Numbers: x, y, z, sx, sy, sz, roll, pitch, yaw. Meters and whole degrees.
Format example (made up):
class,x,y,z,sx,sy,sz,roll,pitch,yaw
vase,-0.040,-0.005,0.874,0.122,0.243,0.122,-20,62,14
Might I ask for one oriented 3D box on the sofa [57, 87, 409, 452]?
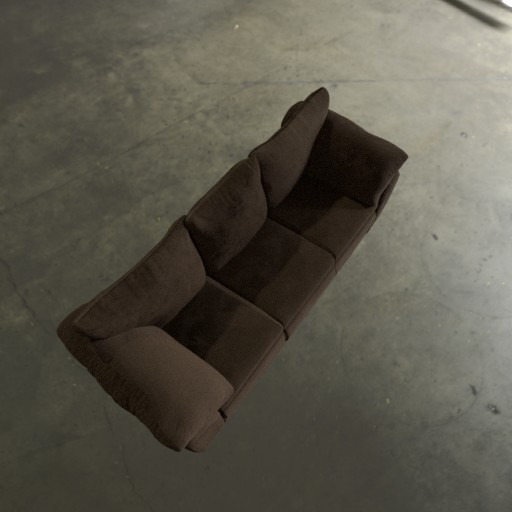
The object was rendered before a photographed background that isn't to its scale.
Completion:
class,x,y,z,sx,sy,sz,roll,pitch,yaw
sofa,0.000,0.000,2.773,0.878,1.015,2.336,31,62,19
